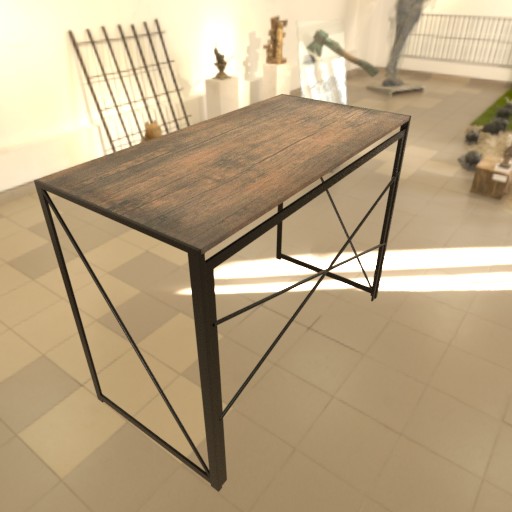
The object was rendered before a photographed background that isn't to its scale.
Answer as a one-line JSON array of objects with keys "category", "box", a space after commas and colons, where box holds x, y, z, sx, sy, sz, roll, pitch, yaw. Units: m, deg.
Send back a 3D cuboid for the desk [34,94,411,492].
[{"category": "desk", "box": [0.000, 0.000, 1.424, 0.505, 0.747, 1.015, 22, 39, 30]}]
